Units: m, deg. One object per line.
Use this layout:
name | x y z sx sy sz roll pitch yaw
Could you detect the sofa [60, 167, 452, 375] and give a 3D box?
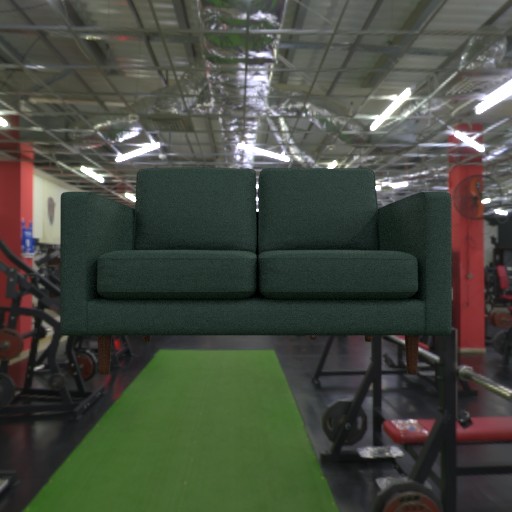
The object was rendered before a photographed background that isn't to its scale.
sofa | 0.000 0.000 2.011 1.430 0.899 0.879 0 0 0
